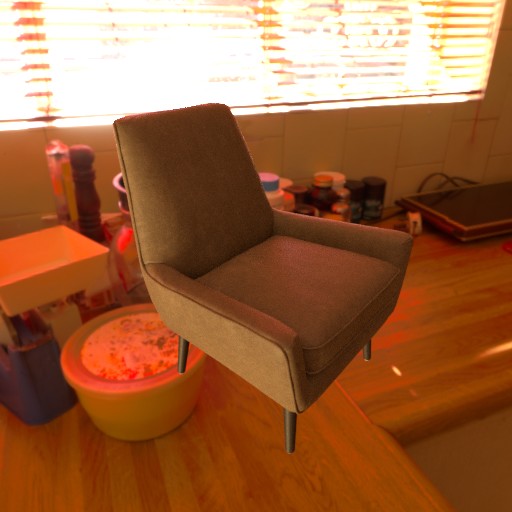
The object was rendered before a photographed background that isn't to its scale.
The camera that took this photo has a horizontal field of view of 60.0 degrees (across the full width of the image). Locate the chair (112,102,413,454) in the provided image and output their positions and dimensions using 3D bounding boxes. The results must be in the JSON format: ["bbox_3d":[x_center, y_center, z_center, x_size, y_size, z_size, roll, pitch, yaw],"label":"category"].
[{"bbox_3d":[0.000,0.000,1.485,0.824,0.888,0.787,19,33,33],"label":"chair"}]
